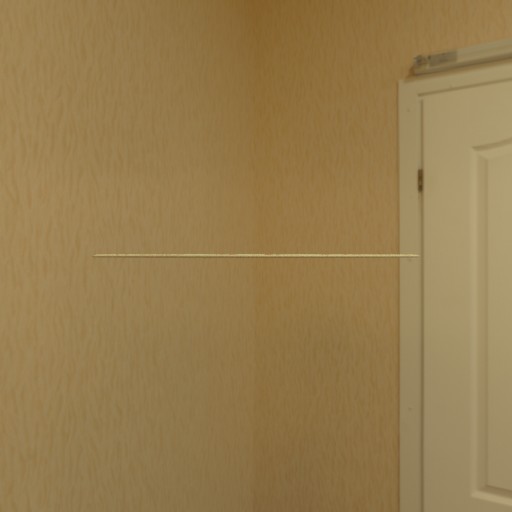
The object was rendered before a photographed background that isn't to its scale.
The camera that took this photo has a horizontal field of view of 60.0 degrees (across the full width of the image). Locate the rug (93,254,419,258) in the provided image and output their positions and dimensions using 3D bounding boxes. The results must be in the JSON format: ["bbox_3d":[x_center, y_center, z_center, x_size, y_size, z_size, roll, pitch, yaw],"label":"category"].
[{"bbox_3d":[0.000,0.000,2.300,1.593,0.012,1.593,0,0,0],"label":"rug"}]
